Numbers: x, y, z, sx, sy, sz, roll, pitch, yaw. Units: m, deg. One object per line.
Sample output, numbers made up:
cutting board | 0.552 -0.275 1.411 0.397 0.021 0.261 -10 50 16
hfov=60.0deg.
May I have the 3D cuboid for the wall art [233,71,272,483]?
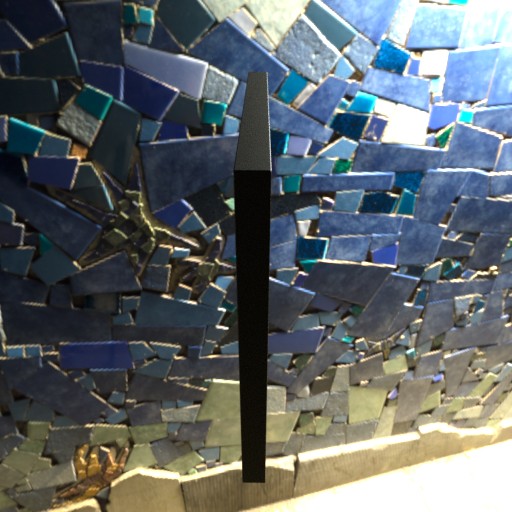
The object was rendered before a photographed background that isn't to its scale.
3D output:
wall art | 0.000 0.000 0.762 0.036 0.508 0.508 0 32 1
